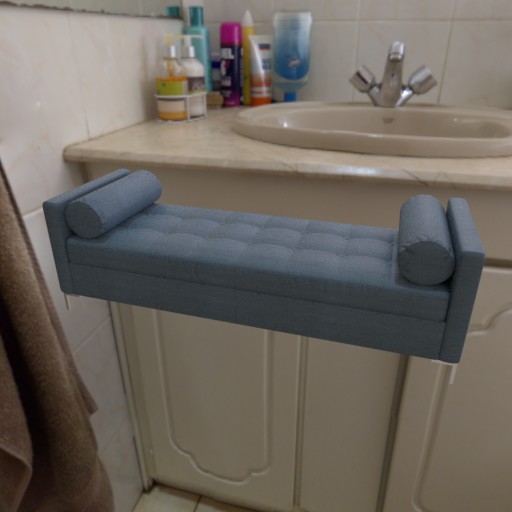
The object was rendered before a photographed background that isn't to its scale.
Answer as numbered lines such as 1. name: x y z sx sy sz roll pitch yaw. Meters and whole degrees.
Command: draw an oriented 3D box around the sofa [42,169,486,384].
1. sofa: 0.000 0.000 2.304 1.981 0.635 0.686 8 27 16
